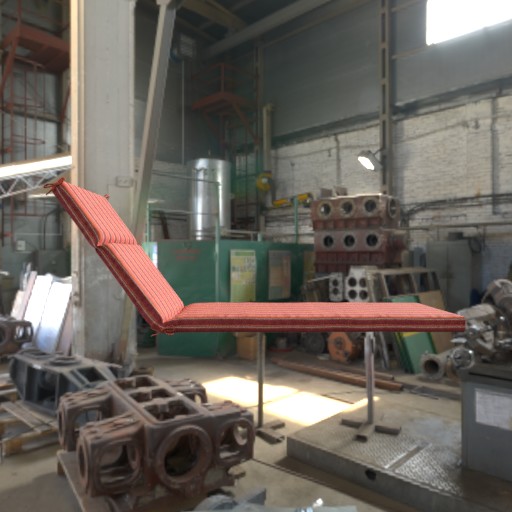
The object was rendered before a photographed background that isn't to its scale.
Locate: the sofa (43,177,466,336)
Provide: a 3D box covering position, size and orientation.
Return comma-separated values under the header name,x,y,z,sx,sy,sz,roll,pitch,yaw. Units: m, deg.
name,x,y,z,sx,sy,sz,roll,pitch,yaw
sofa,0.000,0.000,1.992,1.663,0.622,0.582,0,0,0
